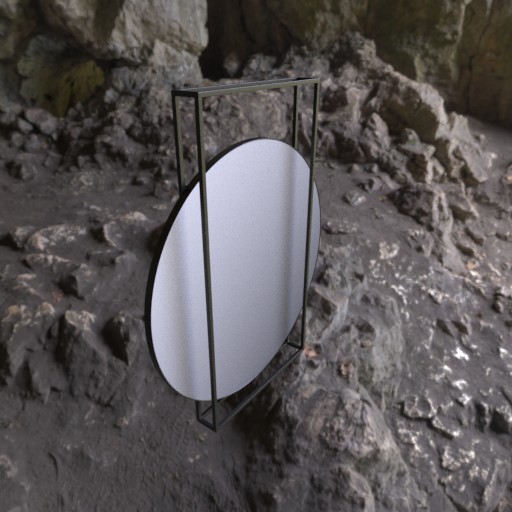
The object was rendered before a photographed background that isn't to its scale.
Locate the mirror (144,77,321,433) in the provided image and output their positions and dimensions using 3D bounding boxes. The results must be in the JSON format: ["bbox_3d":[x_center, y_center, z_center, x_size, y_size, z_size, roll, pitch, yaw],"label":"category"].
[{"bbox_3d":[0.000,0.000,0.828,0.051,0.603,0.508,18,31,33],"label":"mirror"}]
